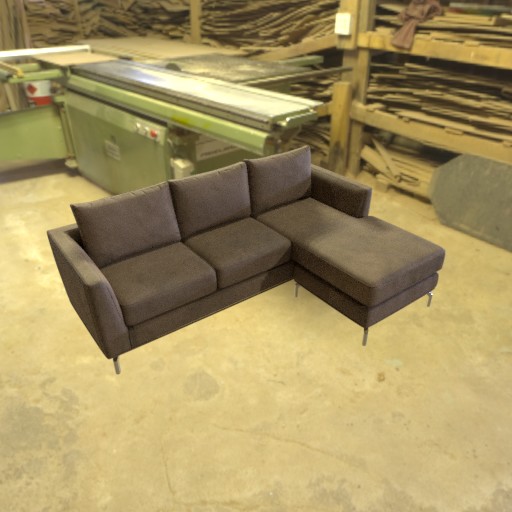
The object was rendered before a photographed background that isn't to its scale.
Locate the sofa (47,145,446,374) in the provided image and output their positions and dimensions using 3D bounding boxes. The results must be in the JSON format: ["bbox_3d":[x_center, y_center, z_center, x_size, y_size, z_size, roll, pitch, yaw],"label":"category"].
[{"bbox_3d":[0.000,0.000,3.269,2.438,0.987,1.622,-21,37,-31],"label":"sofa"}]
